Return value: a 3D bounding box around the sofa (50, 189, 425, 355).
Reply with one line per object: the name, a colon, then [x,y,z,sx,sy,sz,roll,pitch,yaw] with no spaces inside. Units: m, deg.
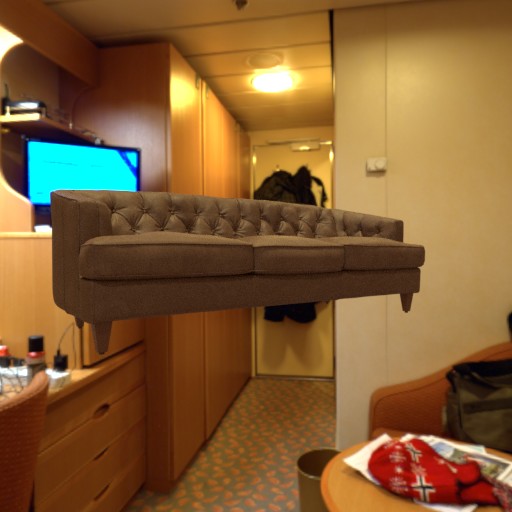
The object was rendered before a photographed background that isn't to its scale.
sofa: [0.000,0.000,2.702,2.227,0.787,0.927,-1,1,-36]
